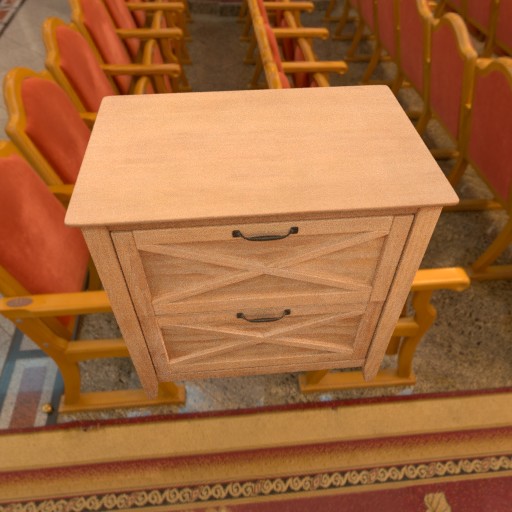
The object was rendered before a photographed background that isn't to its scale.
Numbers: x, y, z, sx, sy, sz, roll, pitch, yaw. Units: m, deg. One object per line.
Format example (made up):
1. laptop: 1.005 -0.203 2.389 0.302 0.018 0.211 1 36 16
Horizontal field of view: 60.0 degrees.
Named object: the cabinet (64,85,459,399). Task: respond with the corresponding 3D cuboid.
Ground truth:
1. cabinet: 0.000 0.000 1.289 0.763 0.762 0.503 -4 47 -3
